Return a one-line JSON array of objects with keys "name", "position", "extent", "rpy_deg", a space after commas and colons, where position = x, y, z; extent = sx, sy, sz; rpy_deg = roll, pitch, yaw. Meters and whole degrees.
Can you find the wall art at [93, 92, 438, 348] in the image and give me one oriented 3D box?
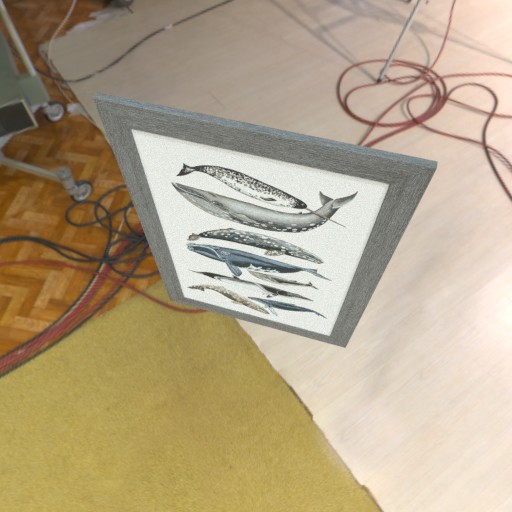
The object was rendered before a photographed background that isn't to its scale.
[{"name": "wall art", "position": [0.000, 0.000, 1.415], "extent": [0.768, 1.070, 0.020], "rpy_deg": [14, 60, 8]}]
